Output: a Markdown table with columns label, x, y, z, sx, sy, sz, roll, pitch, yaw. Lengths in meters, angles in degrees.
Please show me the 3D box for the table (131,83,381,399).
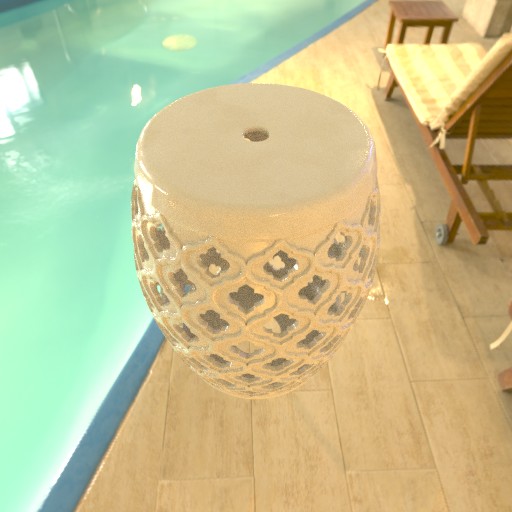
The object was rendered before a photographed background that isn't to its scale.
| label | x | y | z | sx | sy | sz | roll | pitch | yaw |
| --- | --- | --- | --- | --- | --- | --- | --- | --- | --- |
| table | 0.000 | 0.000 | 0.626 | 0.325 | 0.388 | 0.325 | 0 | 46 | 0 |
